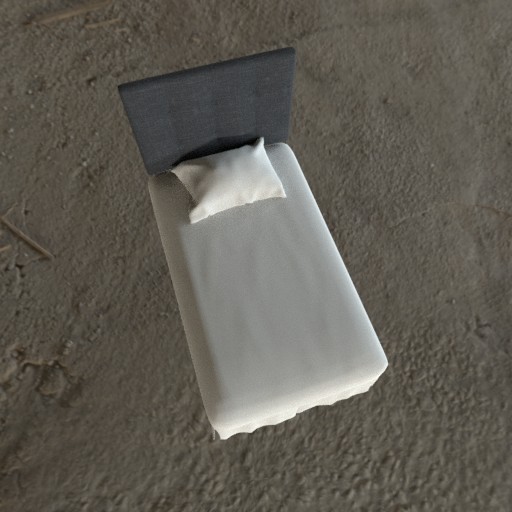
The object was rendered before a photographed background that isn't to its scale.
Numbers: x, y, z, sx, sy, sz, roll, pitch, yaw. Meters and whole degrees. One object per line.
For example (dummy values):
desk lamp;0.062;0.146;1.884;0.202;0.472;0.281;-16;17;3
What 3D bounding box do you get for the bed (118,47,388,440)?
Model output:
bed;0.000;0.000;3.019;1.261;1.571;1.997;-16;64;-8
